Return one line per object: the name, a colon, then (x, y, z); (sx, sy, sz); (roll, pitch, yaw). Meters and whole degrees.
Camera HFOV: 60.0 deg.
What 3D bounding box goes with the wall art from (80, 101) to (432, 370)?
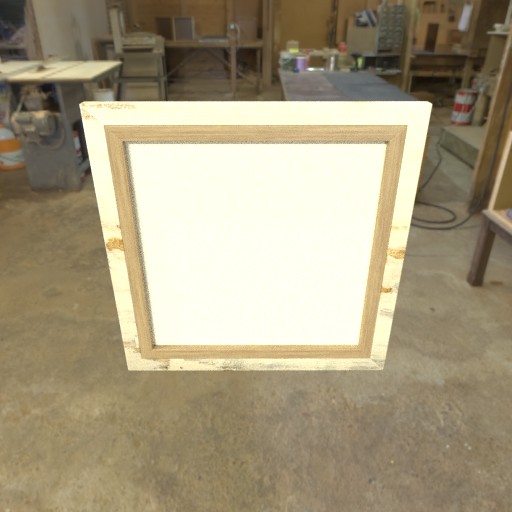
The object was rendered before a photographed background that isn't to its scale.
wall art: (0.000, 0.000, 1.535); (1.015, 1.018, 0.040); (0, 29, 0)
